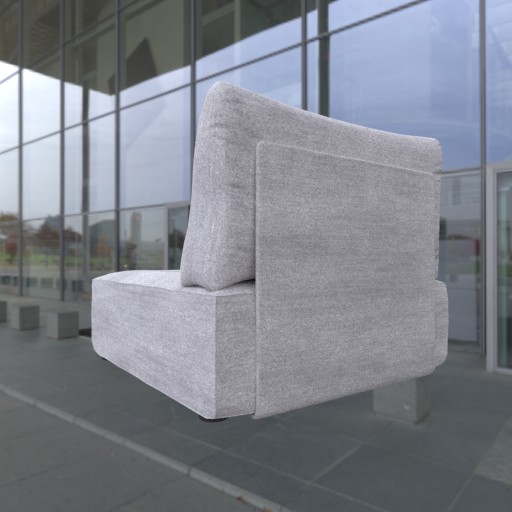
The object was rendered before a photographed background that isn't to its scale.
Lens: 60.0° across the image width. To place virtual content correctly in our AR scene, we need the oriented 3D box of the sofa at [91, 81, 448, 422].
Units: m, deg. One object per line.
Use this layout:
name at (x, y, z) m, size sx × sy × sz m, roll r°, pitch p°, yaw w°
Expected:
sofa at (0.000, 0.000, 1.661) m, size 0.930 × 0.820 × 1.000 m, roll 0°, pitch 0°, yaw -36°
